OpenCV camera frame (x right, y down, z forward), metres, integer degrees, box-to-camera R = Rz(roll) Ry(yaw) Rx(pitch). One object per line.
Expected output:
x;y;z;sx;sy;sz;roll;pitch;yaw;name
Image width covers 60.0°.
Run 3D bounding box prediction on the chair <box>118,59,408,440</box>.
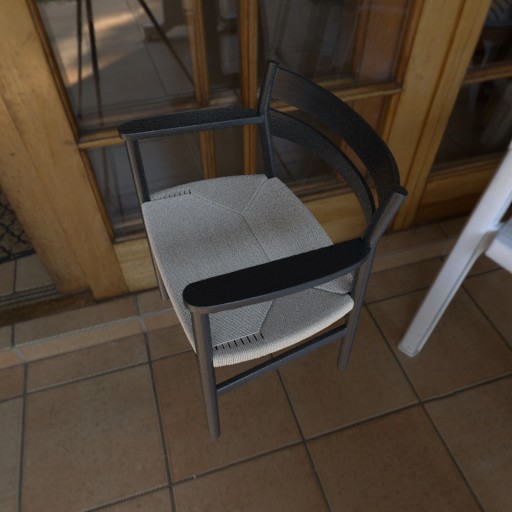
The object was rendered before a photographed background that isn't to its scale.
0.000;0.000;1.186;0.508;0.775;0.630;-18;51;-15;chair
